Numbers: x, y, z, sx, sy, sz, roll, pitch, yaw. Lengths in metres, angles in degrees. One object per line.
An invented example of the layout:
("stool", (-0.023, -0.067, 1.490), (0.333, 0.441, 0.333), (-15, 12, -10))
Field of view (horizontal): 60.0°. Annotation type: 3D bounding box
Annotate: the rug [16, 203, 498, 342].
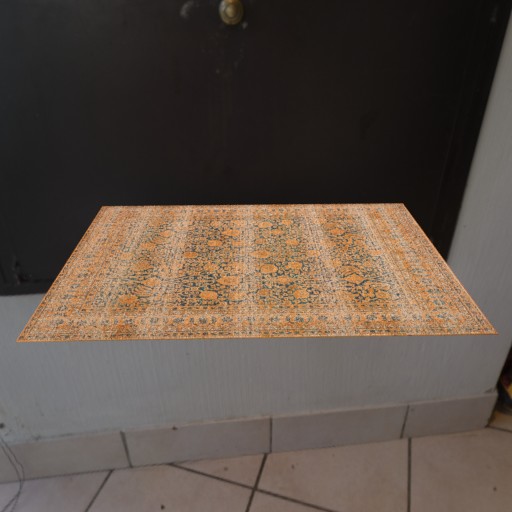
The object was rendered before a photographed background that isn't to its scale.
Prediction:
("rug", (0.000, 0.000, 2.798), (2.336, 0.007, 1.525), (-1, 31, -1))
